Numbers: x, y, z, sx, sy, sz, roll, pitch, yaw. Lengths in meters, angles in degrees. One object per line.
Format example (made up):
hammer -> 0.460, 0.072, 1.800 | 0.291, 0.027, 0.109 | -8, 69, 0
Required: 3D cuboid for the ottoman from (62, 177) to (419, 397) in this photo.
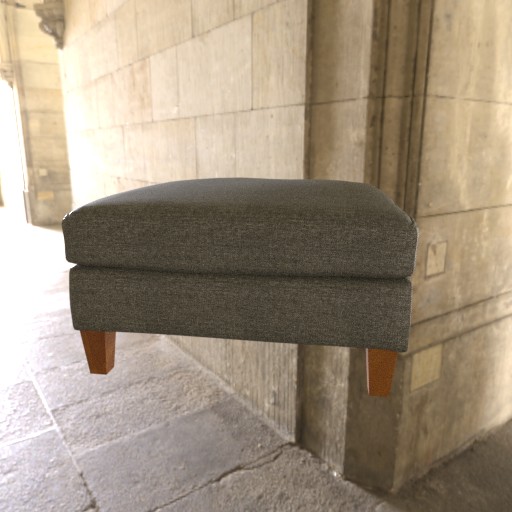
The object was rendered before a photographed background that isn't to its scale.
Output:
ottoman -> 0.000, 0.000, 1.424 | 0.838, 0.481, 0.838 | 2, 14, 8
